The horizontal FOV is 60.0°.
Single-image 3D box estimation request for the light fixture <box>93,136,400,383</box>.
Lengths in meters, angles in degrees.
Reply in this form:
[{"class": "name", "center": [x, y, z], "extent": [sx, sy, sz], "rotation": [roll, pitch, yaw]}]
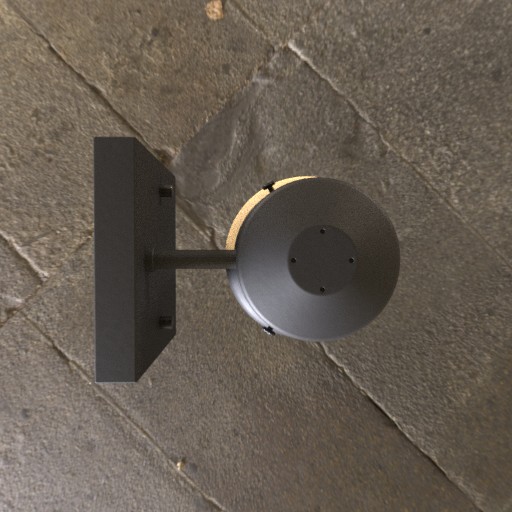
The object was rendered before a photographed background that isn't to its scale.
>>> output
[{"class": "light fixture", "center": [0.000, 0.000, 0.362], "extent": [0.176, 0.257, 0.130], "rotation": [0, 91, -1]}]
